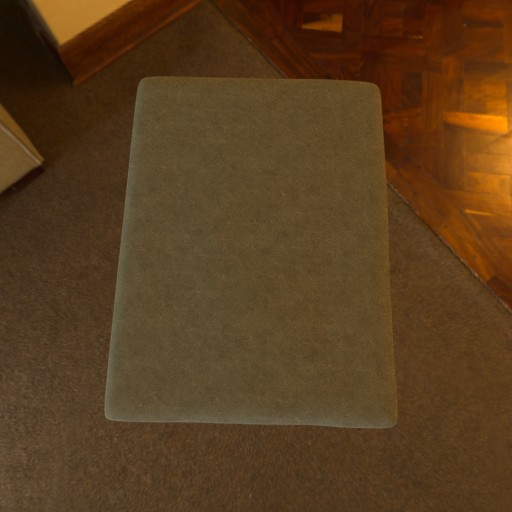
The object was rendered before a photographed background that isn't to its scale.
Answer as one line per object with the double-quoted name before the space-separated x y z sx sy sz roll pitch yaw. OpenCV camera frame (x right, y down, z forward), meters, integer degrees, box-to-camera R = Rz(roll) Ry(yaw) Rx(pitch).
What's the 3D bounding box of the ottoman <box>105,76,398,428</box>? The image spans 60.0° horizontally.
"ottoman" 0.000 0.000 1.224 0.639 0.464 0.839 1 75 0
